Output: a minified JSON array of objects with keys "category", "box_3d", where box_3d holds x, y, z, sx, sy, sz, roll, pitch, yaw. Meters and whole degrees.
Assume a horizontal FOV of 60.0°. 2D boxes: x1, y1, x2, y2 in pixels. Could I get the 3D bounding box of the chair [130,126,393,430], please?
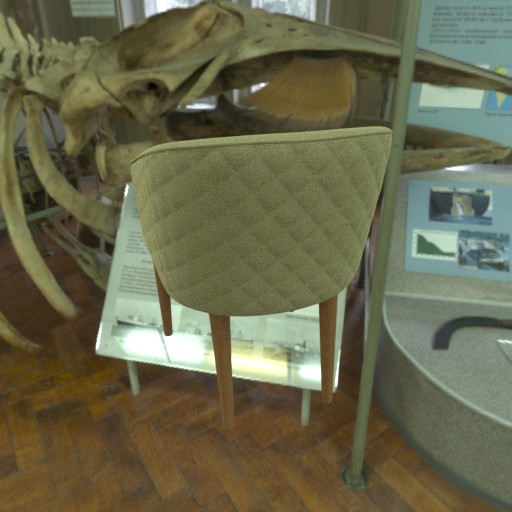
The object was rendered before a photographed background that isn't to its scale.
[{"category":"chair","box_3d":[0.000,0.000,1.222,0.584,0.775,0.616,-9,28,-17]}]
